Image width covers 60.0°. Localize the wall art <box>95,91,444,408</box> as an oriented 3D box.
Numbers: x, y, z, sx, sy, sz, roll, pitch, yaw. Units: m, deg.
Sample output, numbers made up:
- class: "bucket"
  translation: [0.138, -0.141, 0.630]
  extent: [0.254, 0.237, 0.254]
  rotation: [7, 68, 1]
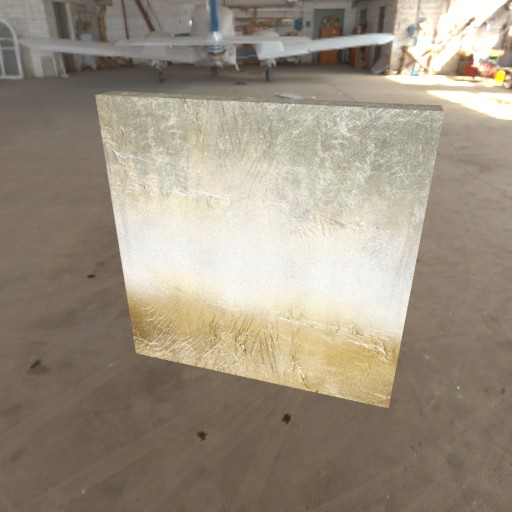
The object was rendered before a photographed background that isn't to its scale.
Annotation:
- class: "wall art"
  translation: [0.000, 0.000, 0.606]
  extent: [0.405, 0.407, 0.038]
  rotation: [8, 28, 15]
